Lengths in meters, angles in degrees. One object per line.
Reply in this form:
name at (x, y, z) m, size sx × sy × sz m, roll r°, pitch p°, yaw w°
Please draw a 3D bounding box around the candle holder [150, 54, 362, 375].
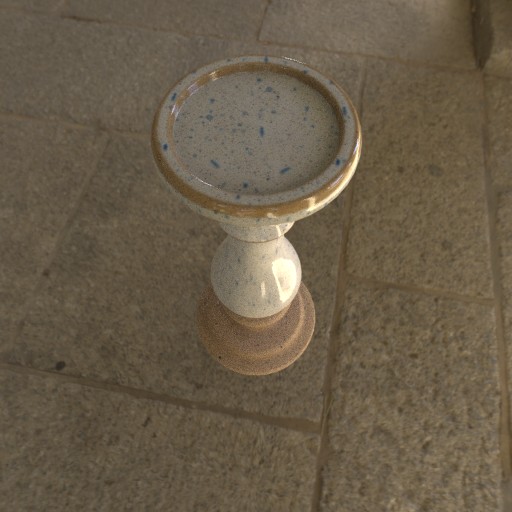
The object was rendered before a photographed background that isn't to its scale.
candle holder at (0.000, 0.000, 0.246) m, size 0.088 × 0.203 × 0.088 m, roll 0°, pitch 62°, yaw 0°
